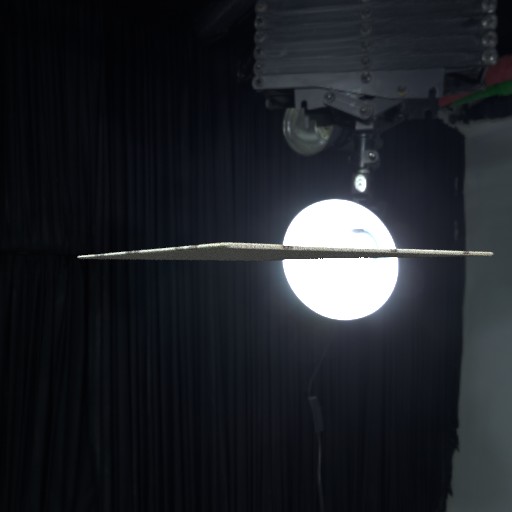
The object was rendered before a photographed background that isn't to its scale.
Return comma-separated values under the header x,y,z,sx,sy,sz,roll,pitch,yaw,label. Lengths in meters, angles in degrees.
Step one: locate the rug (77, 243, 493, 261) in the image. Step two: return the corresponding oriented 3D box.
x,y,z,sx,sy,sz,roll,pitch,yaw,label
0.000,0.000,3.962,2.399,0.026,3.000,1,-2,-34,rug
